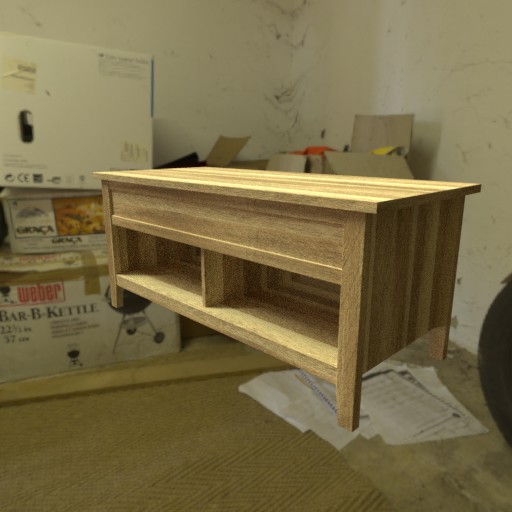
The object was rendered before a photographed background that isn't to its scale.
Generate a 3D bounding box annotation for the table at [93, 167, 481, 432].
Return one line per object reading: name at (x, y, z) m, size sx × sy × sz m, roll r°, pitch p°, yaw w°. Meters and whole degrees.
table at (0.000, 0.000, 1.369) m, size 0.493 × 0.480 × 1.095 m, roll -14°, pitch 20°, yaw -43°
